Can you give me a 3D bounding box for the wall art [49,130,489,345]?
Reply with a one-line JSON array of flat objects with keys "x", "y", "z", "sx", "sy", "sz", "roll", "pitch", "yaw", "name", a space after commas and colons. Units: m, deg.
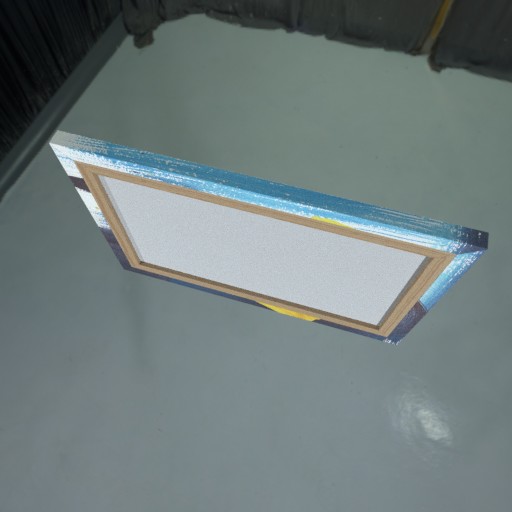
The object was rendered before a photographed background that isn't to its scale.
[{"x": 0.000, "y": 0.000, "z": 1.165, "sx": 0.914, "sy": 0.610, "sz": 0.039, "roll": 15, "pitch": 63, "yaw": 8, "name": "wall art"}]
